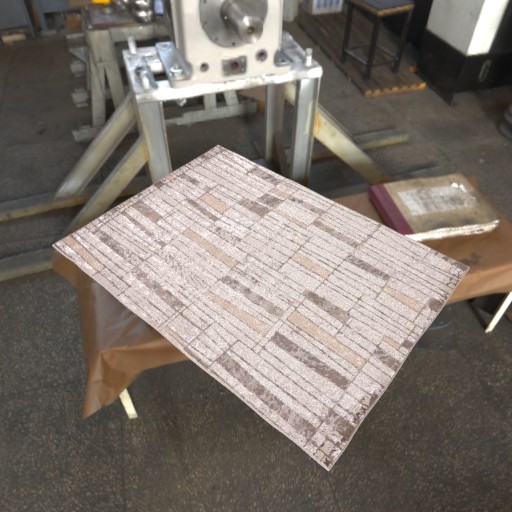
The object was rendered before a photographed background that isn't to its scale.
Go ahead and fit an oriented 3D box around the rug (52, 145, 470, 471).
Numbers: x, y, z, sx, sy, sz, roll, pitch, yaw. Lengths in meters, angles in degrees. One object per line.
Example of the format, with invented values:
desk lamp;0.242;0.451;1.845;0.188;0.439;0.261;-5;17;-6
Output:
rug;0.000;0.000;4.384;3.357;0.019;2.449;31;54;27
